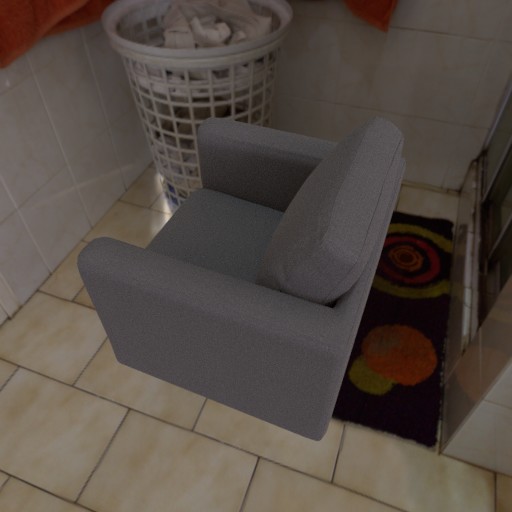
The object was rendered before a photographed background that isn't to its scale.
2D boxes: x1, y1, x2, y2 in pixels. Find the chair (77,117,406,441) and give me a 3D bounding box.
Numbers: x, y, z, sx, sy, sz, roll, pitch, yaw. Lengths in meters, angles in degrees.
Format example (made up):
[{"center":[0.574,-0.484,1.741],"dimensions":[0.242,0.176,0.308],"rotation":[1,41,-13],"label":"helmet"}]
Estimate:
[{"center":[0.000,0.000,1.548],"dimensions":[0.800,0.927,0.854],"rotation":[17,49,15],"label":"chair"}]
